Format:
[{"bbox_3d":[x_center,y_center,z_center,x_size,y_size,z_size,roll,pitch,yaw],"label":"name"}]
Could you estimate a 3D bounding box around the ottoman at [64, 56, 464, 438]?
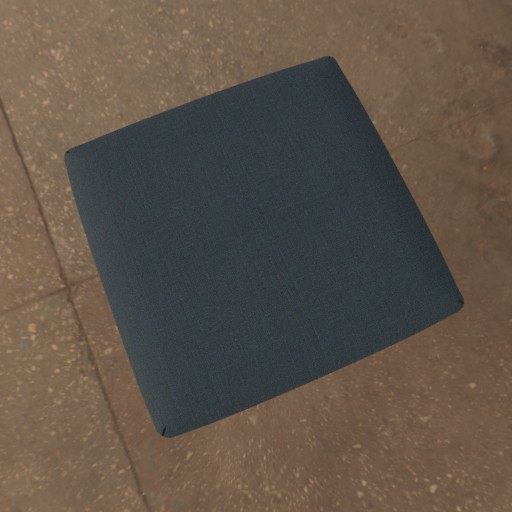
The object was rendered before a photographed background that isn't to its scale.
[{"bbox_3d":[0.000,0.000,0.882,0.507,0.475,0.497,-22,77,-5],"label":"ottoman"}]
